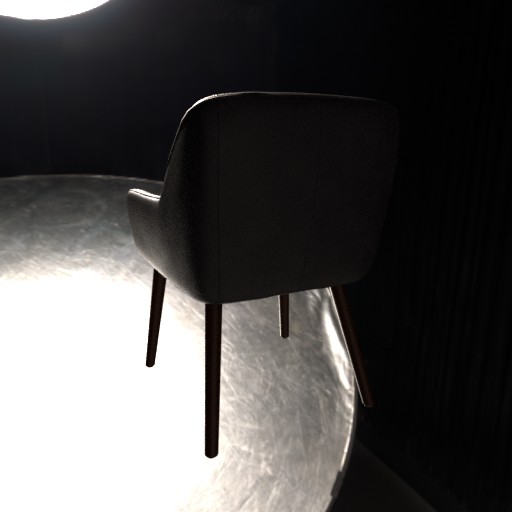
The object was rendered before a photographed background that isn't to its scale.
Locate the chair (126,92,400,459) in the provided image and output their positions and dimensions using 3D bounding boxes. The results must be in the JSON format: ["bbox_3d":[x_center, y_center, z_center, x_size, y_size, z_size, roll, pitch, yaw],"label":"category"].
[{"bbox_3d":[0.000,0.000,1.276,0.610,0.828,0.610,-7,15,-26],"label":"chair"}]
